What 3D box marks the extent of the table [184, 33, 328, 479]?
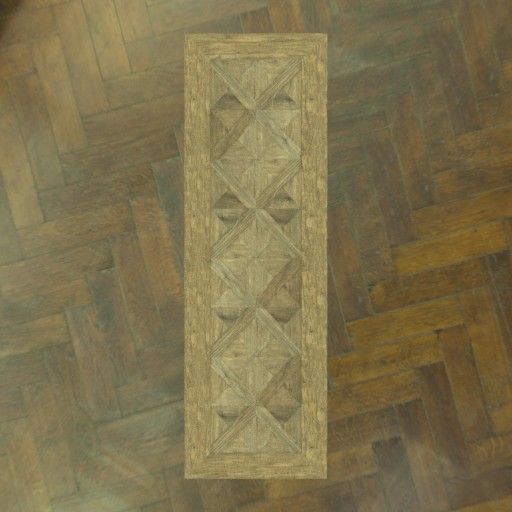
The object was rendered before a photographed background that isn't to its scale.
[{"bbox_3d":[0.000,0.000,1.857,0.450,0.930,1.400,0,90,0],"label":"table"}]
